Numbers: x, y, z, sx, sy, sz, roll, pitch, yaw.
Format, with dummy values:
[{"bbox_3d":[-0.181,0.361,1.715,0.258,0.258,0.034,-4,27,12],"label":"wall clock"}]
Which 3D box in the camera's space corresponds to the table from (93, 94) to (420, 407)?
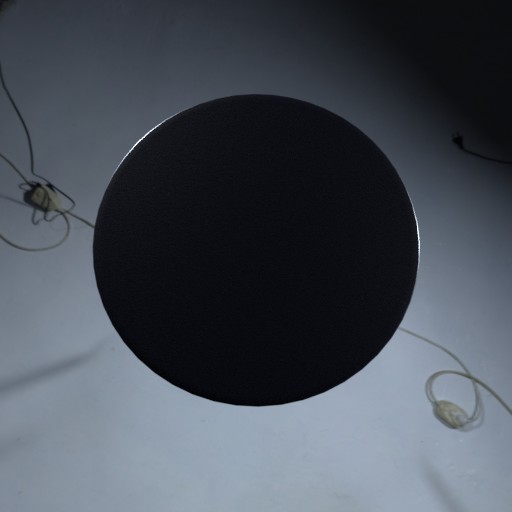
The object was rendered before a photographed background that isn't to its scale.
[{"bbox_3d":[0.000,0.000,1.626,1.029,0.491,1.029,0,74,0],"label":"table"}]
